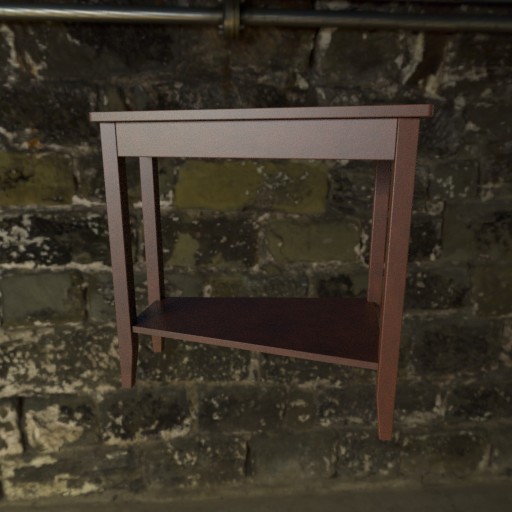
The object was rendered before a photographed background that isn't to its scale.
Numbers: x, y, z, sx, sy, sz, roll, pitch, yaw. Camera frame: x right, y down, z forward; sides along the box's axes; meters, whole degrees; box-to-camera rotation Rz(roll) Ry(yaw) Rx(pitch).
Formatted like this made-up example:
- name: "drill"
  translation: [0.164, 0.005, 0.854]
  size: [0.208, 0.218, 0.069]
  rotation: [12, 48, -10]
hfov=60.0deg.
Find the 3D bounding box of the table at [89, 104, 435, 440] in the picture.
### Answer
- name: "table"
  translation: [0.000, 0.000, 0.963]
  size: [0.605, 0.589, 0.399]
  rotation: [3, 15, 10]
